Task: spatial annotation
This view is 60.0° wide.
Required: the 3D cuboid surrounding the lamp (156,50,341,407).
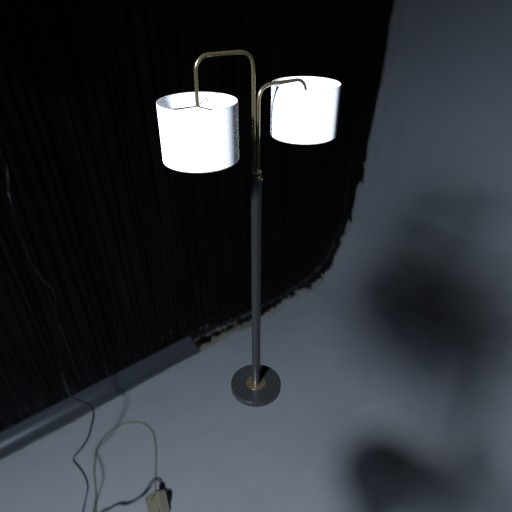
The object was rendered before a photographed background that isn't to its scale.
[{"bbox_3d":[0.000,0.000,1.854,0.711,1.587,0.254,-22,38,-31],"label":"lamp"}]
